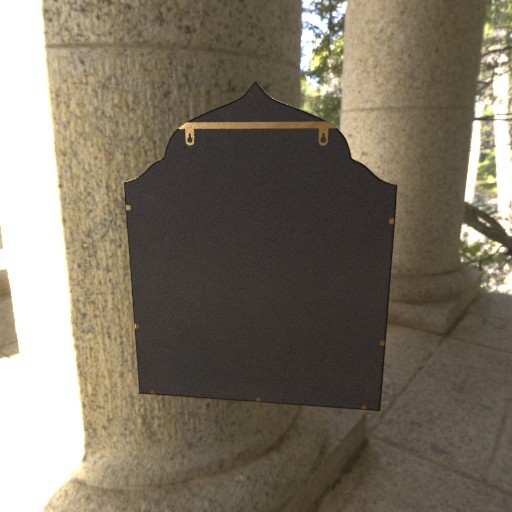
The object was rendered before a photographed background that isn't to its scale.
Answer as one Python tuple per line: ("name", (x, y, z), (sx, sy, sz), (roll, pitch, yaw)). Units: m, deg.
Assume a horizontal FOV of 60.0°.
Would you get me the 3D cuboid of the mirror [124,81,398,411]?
("mirror", (0.000, 0.000, 0.861), (0.513, 0.635, 0.018), (2, 15, 7))
